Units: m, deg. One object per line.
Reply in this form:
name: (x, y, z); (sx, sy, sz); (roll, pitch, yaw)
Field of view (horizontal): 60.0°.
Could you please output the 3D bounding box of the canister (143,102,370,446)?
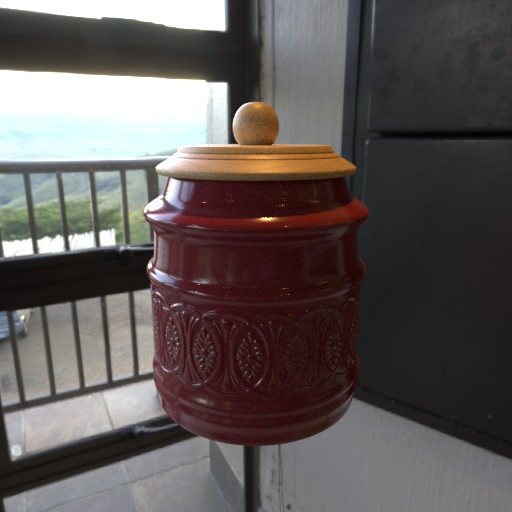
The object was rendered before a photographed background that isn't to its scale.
canister: (0.000, 0.000, 0.268); (0.130, 0.176, 0.130); (0, 15, 0)
